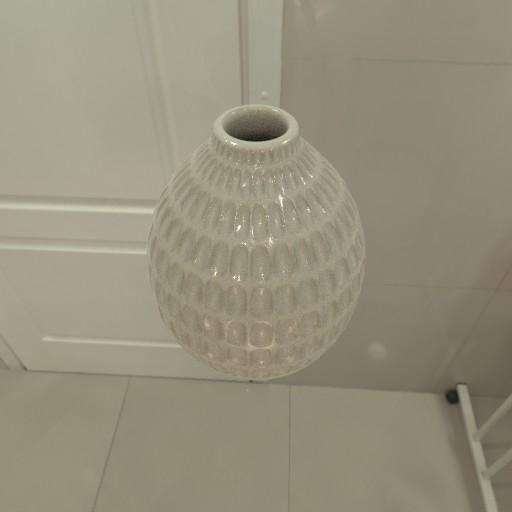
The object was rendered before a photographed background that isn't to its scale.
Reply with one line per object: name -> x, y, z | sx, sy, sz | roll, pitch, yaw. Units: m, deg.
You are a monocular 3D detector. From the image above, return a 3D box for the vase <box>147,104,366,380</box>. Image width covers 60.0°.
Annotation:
vase -> 0.000, 0.000, 0.336 | 0.162, 0.223, 0.162 | 0, 46, 0
